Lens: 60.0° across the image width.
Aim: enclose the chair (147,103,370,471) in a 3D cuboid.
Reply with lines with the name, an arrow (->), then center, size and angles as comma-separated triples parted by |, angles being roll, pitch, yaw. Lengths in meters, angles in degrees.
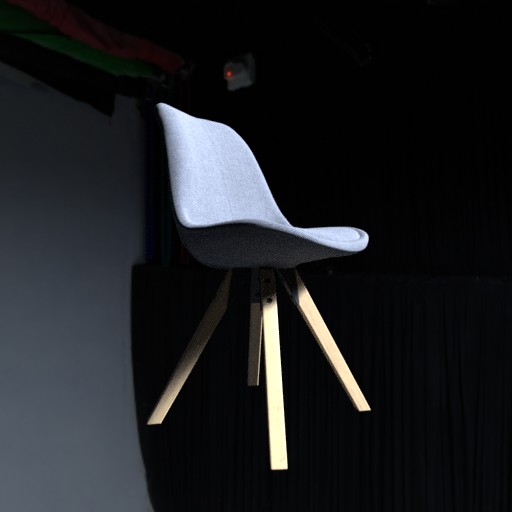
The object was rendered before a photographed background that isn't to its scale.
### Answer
chair -> 0.000, 0.000, 1.188 | 0.550, 0.850, 0.485 | 0, 1, 37
